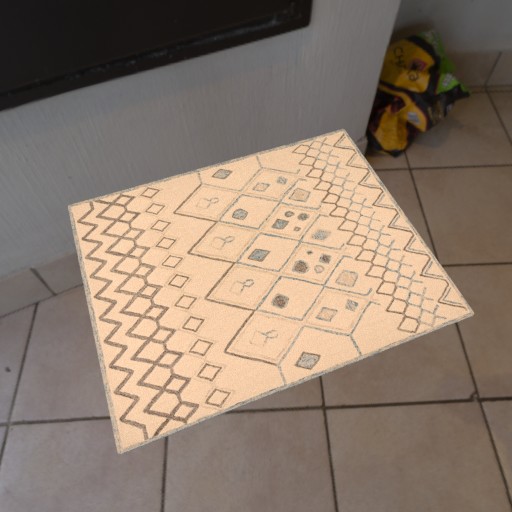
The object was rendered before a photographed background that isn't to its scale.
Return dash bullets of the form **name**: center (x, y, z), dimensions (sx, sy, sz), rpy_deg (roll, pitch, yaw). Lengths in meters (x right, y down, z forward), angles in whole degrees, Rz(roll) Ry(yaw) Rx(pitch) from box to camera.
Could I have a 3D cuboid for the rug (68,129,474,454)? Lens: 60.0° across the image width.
- **rug**: center (0.000, 0.000, 4.077), dimensions (3.056, 0.013, 2.441), rpy_deg (-18, 60, -11)
